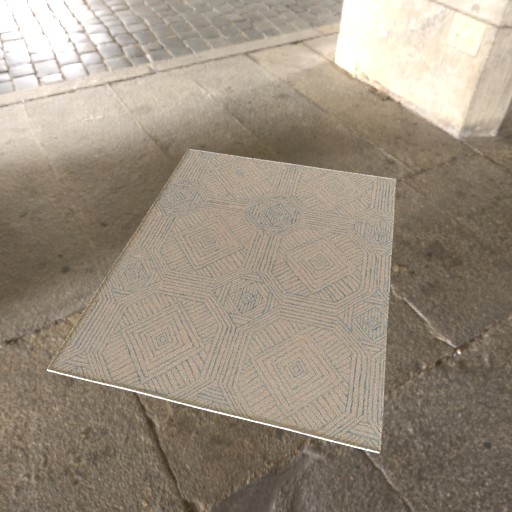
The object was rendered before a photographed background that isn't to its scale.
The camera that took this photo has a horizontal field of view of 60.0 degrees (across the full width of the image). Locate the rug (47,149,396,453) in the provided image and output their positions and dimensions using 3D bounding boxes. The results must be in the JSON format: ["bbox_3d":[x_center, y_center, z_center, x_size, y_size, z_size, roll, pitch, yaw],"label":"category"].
[{"bbox_3d":[0.000,0.000,4.117,2.457,0.015,3.049,10,47,10],"label":"rug"}]
